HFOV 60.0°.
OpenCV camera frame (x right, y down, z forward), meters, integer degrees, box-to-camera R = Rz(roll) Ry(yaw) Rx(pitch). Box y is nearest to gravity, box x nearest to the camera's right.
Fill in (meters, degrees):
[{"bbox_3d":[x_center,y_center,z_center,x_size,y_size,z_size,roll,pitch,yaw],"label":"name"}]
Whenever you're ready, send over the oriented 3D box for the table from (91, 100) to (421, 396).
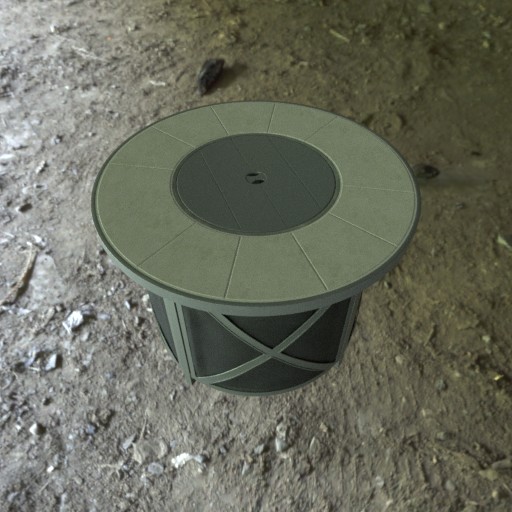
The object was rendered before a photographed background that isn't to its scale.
[{"bbox_3d":[0.000,0.000,1.501,0.914,0.650,0.914,0,47,0],"label":"table"}]
